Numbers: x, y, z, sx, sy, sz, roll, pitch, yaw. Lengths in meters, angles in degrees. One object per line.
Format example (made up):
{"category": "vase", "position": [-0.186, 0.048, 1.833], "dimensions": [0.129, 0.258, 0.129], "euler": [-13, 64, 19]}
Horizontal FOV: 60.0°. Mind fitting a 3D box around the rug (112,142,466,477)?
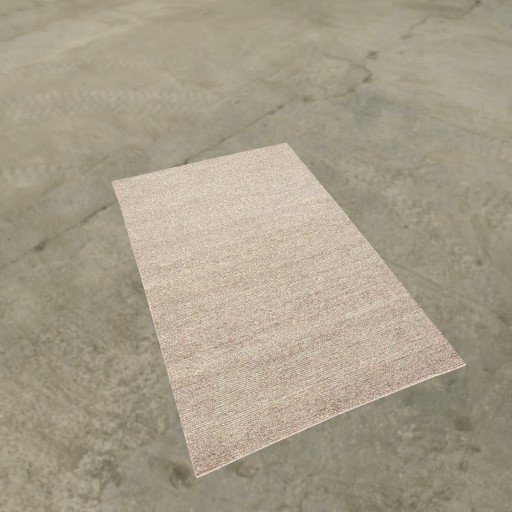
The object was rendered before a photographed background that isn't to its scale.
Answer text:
{"category": "rug", "position": [0.000, 0.000, 2.235], "dimensions": [1.154, 0.021, 1.792], "euler": [-16, 49, -15]}
